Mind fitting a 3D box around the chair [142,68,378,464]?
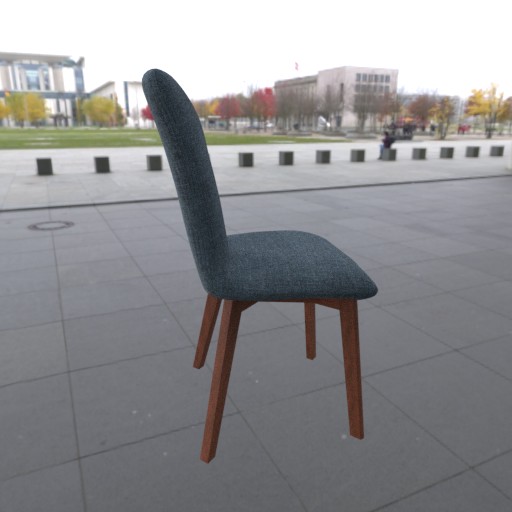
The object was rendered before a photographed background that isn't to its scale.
[{"bbox_3d":[0.000,0.000,1.301,0.563,0.974,0.522,-3,17,-10],"label":"chair"}]
